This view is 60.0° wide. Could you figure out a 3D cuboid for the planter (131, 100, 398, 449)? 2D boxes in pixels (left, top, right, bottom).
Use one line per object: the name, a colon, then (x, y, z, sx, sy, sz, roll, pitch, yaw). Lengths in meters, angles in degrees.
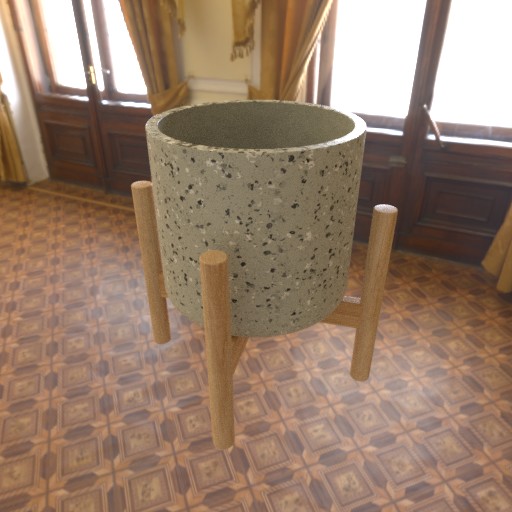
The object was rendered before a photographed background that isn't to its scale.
planter: (0.000, 0.000, 0.535, 0.284, 0.320, 0.284, 21, 36, 32)
